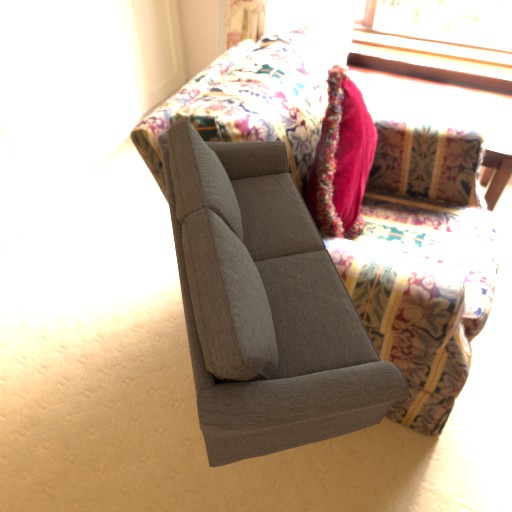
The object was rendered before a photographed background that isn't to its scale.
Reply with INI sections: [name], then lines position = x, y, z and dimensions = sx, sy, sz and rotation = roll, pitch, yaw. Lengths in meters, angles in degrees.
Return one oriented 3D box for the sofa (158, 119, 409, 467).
[sofa]
position = 0.000, 0.000, 2.760
dimensions = 0.971, 0.950, 2.270
rotation = -9, 46, -9
